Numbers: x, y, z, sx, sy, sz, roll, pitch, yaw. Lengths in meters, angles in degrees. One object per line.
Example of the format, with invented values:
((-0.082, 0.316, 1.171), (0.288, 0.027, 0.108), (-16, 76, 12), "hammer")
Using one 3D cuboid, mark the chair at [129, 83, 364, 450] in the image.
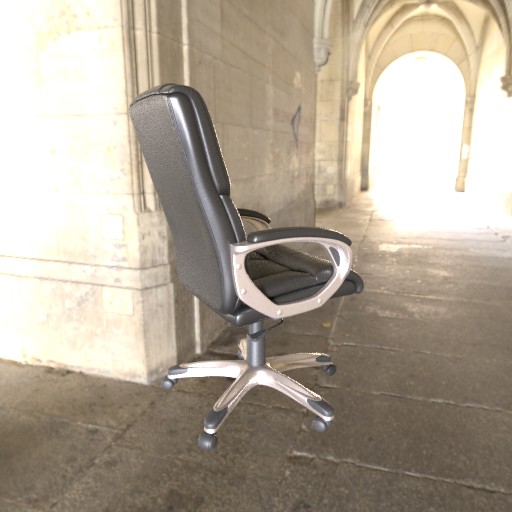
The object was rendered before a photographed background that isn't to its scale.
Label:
((0.000, 0.000, 1.656), (0.780, 1.145, 0.700), (-7, 15, -27), "chair")
